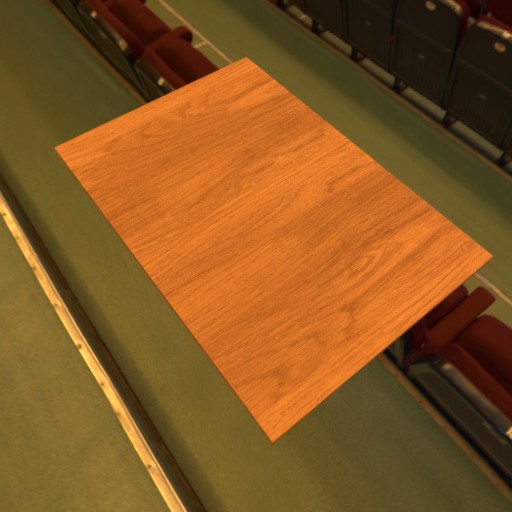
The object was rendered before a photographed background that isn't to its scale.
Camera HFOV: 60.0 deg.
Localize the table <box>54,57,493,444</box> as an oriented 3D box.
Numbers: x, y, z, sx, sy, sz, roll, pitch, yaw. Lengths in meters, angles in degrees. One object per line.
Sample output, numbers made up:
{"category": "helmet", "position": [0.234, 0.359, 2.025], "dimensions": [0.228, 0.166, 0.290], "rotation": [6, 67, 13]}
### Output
{"category": "table", "position": [0.000, 0.000, 1.857], "dimensions": [0.900, 0.770, 1.300], "rotation": [-33, 64, -19]}
